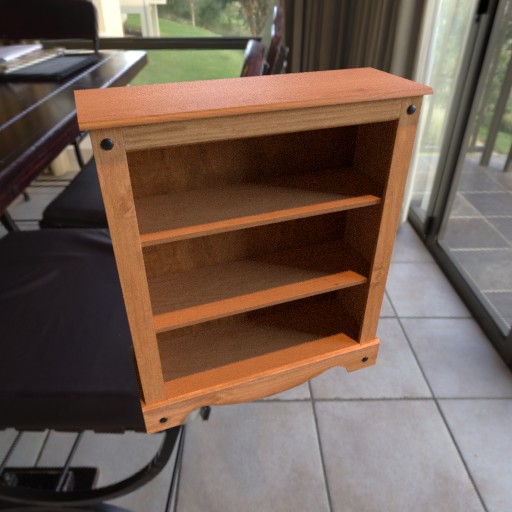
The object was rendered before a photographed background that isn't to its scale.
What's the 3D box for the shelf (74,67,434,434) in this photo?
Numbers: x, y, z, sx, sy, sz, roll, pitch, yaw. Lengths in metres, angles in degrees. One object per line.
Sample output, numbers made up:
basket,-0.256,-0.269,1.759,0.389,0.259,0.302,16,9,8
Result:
shelf,0.000,0.000,1.359,0.840,0.980,0.291,-12,35,-17
